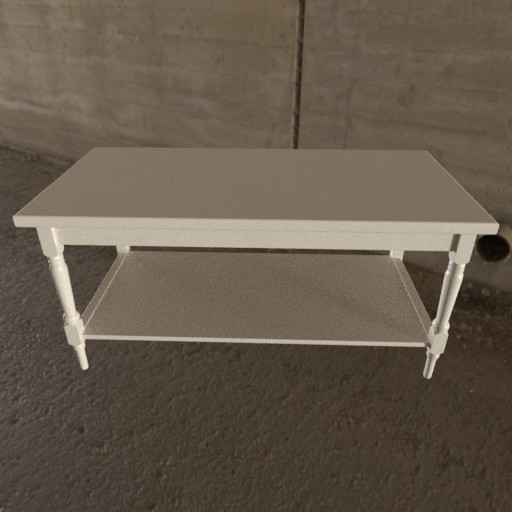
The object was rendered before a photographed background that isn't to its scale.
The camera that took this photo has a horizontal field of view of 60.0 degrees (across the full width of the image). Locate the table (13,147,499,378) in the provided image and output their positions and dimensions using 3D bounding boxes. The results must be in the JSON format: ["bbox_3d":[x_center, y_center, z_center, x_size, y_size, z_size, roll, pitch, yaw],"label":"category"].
[{"bbox_3d":[0.000,0.000,1.370,1.107,0.510,0.550,1,30,2],"label":"table"}]
